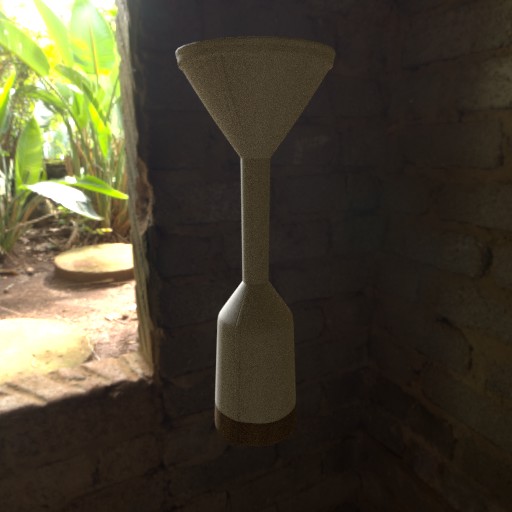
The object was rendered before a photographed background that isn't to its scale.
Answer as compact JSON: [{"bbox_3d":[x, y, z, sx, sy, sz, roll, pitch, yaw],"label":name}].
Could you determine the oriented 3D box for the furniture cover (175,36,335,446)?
[{"bbox_3d":[0.000,0.000,2.864,0.914,2.413,0.914,7,16,25],"label":"furniture cover"}]
